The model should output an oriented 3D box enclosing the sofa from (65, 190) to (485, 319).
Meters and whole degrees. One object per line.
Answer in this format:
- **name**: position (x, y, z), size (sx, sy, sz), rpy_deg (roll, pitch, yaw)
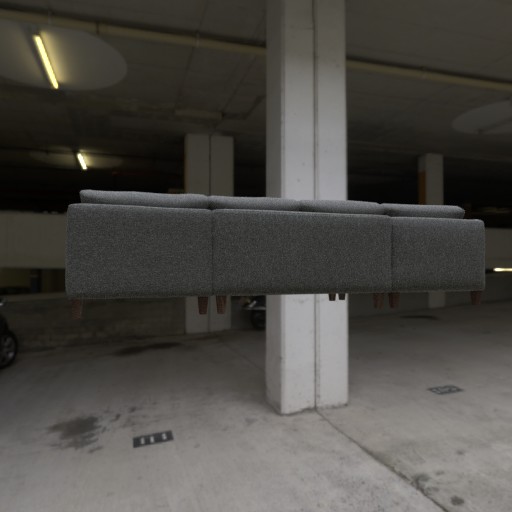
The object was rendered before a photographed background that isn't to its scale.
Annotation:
- **sofa**: position (0.000, 0.000, 4.387), size (3.238, 0.853, 2.551), rpy_deg (0, -1, -17)
